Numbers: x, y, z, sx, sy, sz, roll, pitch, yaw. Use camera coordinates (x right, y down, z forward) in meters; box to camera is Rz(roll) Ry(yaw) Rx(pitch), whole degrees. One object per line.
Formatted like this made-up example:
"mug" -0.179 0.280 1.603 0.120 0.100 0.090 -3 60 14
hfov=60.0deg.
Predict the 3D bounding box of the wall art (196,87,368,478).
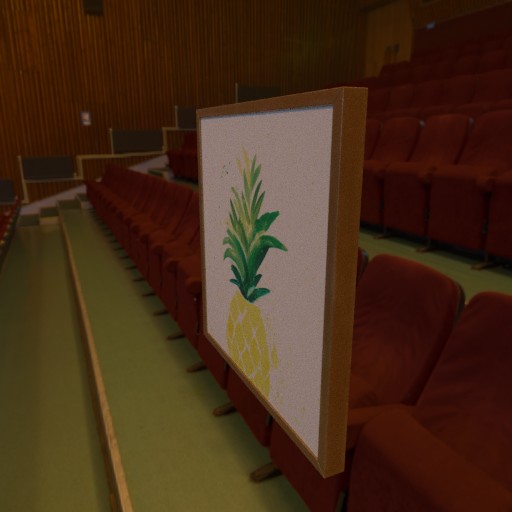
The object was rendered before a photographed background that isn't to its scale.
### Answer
"wall art" 0.000 0.000 0.775 0.033 0.509 0.510 -7 17 -25
